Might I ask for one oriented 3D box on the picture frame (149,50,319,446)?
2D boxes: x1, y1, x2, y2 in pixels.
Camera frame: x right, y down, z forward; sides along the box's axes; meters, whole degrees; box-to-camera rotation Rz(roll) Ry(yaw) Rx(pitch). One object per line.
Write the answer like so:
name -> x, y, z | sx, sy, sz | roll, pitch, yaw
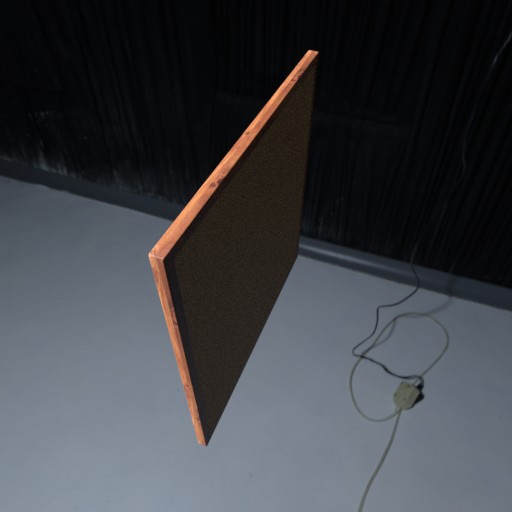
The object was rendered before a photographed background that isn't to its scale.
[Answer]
picture frame -> 0.000, 0.000, 1.241 | 0.029, 0.817, 0.810 | 17, 50, 15
